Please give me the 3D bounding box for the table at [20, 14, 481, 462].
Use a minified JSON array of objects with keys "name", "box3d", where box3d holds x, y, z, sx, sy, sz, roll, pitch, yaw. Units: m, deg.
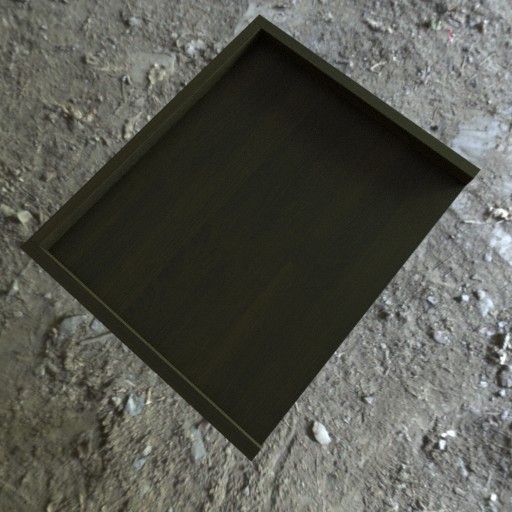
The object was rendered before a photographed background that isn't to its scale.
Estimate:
[{"name":"table","box3d":[0.000,0.000,0.778,0.370,0.470,0.450,39,79,10]}]
